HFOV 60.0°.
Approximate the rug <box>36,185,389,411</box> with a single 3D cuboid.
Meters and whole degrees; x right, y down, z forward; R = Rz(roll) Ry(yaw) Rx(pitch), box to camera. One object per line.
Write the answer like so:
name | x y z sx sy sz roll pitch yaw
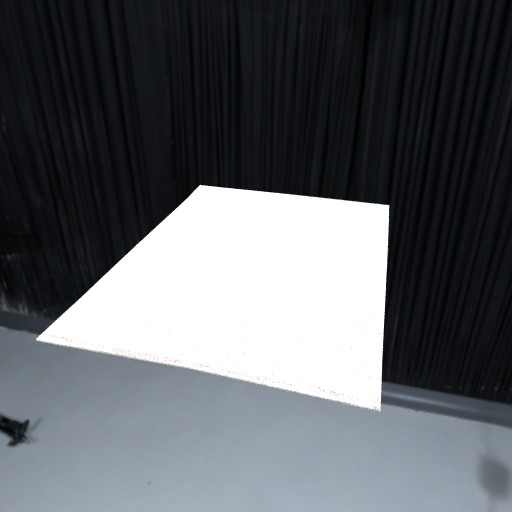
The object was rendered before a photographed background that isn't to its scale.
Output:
rug | 0.000 0.000 5.029 2.873 0.053 3.778 8 31 14
